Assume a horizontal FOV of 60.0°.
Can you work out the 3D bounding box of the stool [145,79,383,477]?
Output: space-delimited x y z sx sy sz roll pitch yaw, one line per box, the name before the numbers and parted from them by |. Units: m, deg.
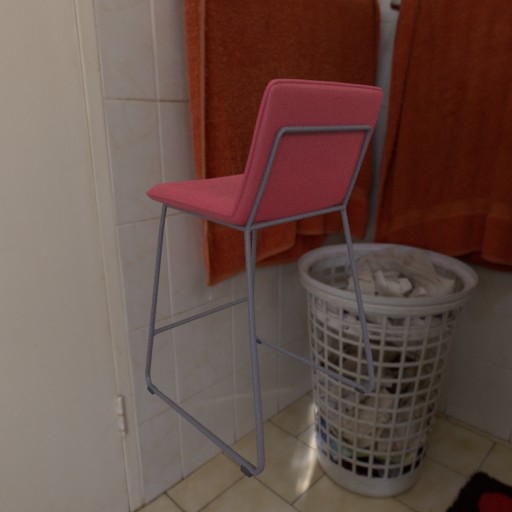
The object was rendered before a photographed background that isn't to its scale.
stool | 0.000 0.000 1.215 0.489 0.866 0.524 -16 23 -41
